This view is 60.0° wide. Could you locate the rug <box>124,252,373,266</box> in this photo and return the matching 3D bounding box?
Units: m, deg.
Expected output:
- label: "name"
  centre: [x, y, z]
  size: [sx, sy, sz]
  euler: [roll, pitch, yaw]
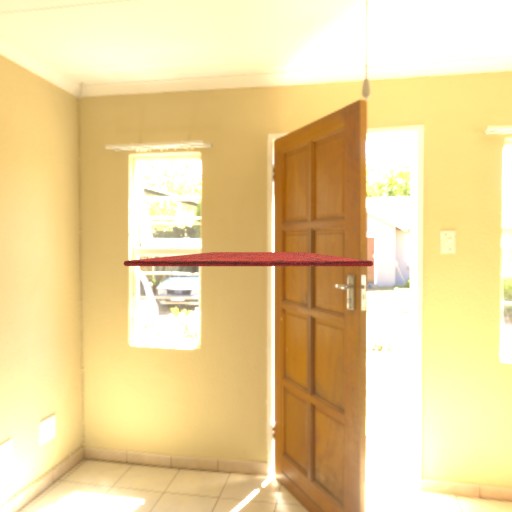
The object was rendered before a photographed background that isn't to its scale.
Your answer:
- label: "rug"
  centre: [0.000, 0.000, 2.652]
  size: [0.813, 0.018, 2.439]
  euler: [0, 1, 1]
